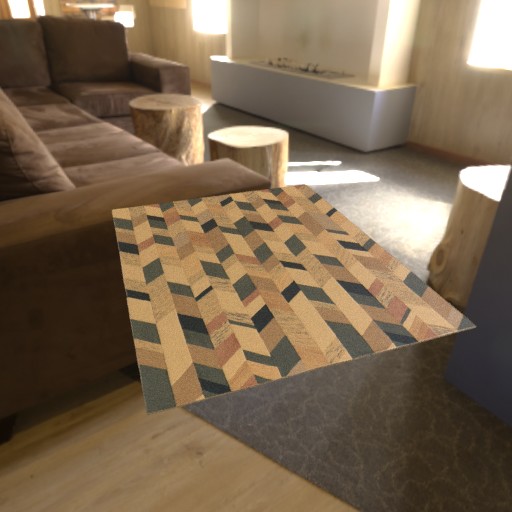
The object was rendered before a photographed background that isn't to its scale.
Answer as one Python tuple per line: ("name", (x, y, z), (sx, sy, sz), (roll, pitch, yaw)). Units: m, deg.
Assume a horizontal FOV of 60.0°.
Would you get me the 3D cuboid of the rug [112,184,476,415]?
("rug", (0.000, 0.000, 4.202), (2.451, 0.011, 3.072), (-10, 32, -16))
